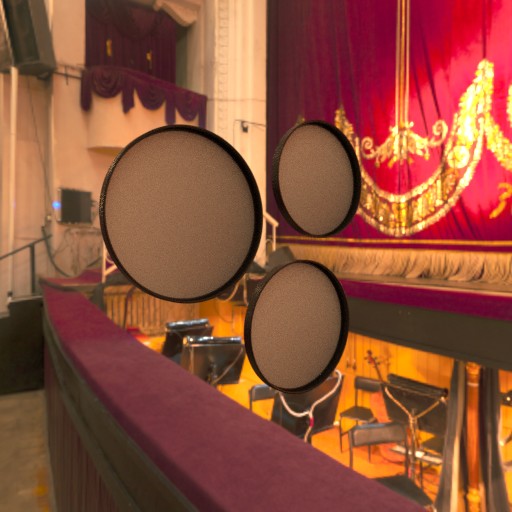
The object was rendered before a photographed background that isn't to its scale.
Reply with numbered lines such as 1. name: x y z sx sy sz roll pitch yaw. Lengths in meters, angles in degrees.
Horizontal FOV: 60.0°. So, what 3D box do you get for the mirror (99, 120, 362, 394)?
1. mirror: 0.000 0.000 3.131 2.160 2.096 0.076 -1 1 -36
